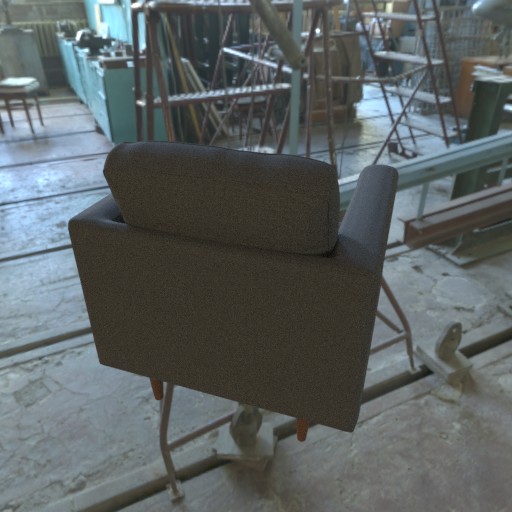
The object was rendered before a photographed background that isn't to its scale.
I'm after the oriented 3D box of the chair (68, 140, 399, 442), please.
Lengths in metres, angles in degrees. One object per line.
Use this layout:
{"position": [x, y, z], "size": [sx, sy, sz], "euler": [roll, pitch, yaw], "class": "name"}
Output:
{"position": [0.000, 0.000, 1.530], "size": [0.854, 0.927, 0.800], "euler": [10, 33, 16], "class": "chair"}
